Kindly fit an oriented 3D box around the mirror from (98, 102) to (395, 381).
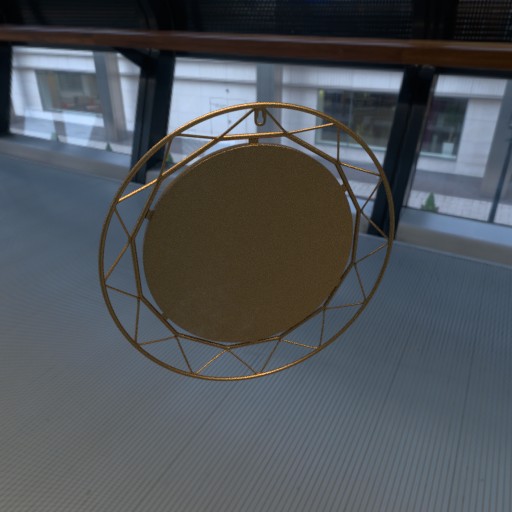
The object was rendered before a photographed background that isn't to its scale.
[{"bbox_3d":[0.000,0.000,0.676,0.454,0.454,0.043,-8,29,-15],"label":"mirror"}]
